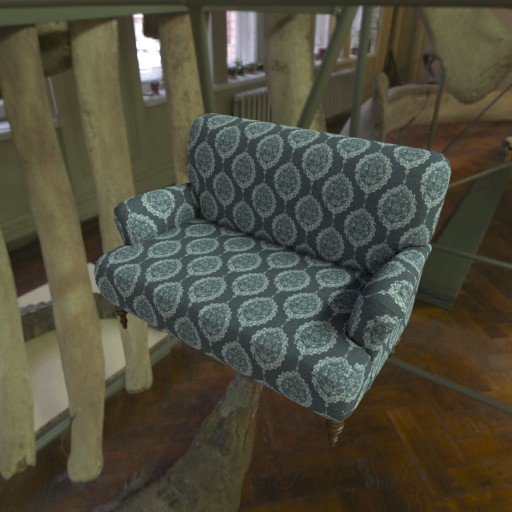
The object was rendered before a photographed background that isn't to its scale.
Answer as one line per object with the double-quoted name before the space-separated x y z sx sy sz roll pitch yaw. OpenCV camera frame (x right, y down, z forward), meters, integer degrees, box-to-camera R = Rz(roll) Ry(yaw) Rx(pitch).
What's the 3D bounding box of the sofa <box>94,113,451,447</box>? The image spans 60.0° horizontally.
"sofa" 0.000 0.000 1.801 1.297 0.867 0.779 20 36 30
